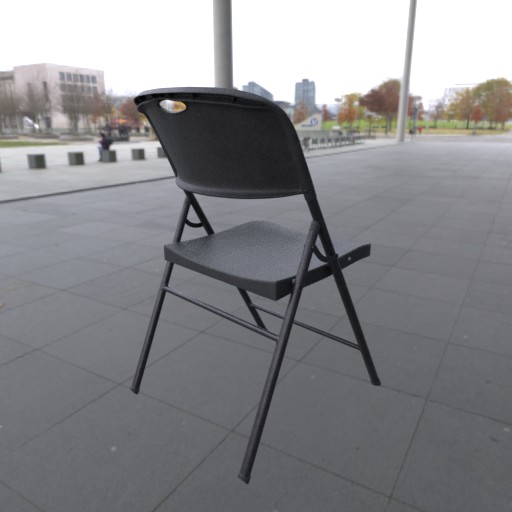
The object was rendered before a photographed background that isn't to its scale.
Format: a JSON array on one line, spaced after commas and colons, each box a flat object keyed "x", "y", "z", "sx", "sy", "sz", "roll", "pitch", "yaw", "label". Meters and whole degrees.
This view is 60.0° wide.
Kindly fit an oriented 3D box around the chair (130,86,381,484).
[{"x": 0.000, "y": 0.000, "z": 1.180, "sx": 0.567, "sy": 0.810, "sz": 0.494, "roll": -16, "pitch": 22, "yaw": -42, "label": "chair"}]
